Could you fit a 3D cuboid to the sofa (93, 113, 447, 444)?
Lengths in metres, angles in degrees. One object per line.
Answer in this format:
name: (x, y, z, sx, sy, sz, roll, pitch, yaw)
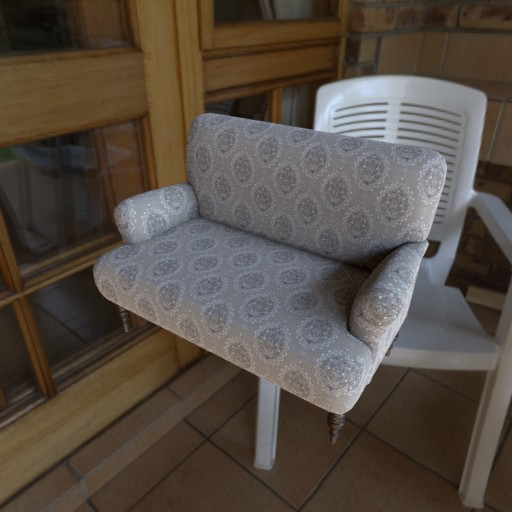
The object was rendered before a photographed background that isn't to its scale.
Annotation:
sofa: (0.000, 0.000, 1.832, 1.297, 0.889, 0.779, 19, 35, 29)
